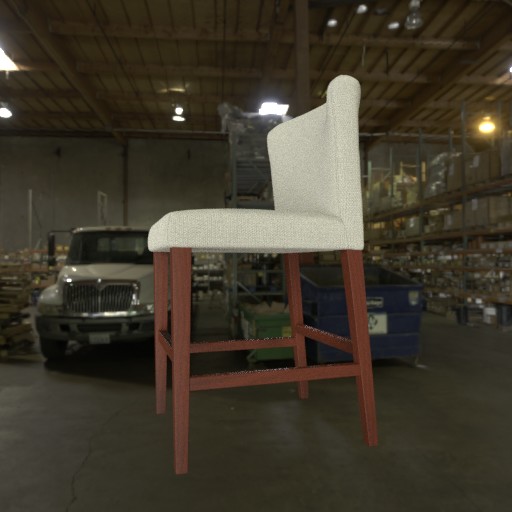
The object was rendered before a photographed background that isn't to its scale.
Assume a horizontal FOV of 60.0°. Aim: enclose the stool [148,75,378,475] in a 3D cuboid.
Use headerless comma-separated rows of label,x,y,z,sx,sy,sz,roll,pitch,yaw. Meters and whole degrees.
stool,0.000,0.000,1.265,0.568,0.969,0.481,0,-1,-18
